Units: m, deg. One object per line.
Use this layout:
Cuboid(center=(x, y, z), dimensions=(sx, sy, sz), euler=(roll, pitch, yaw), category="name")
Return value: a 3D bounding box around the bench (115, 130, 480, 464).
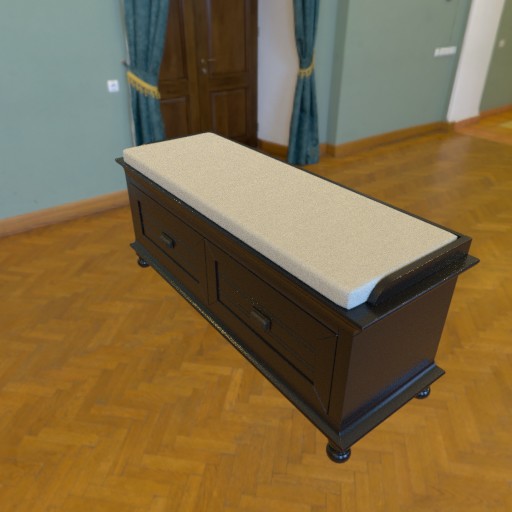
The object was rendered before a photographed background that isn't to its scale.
Cuboid(center=(0.000, 0.000, 1.426), dimensions=(0.402, 0.501, 1.185), euler=(-21, 37, -31), category="bench")
